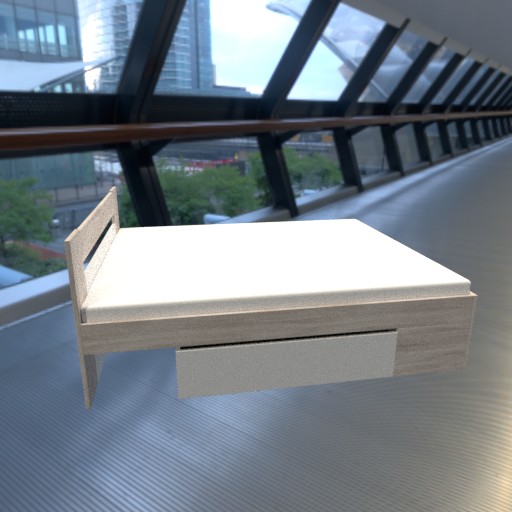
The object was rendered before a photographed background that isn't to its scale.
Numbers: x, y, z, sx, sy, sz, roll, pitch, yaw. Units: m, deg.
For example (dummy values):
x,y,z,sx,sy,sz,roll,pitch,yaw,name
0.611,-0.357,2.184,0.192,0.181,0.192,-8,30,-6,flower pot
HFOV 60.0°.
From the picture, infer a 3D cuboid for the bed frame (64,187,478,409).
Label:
x,y,z,sx,sy,sz,roll,pitch,yaw,name
0.000,0.000,3.172,2.050,0.860,2.040,-3,17,-10,bed frame
